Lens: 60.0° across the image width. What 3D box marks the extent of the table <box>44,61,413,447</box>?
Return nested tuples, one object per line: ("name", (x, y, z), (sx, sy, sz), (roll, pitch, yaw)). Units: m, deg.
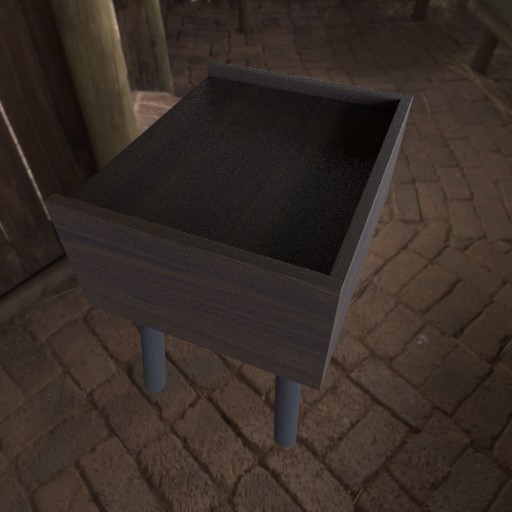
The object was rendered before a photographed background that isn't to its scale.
("table", (0.000, 0.000, 0.800), (0.370, 0.470, 0.450), (17, 48, 16))
